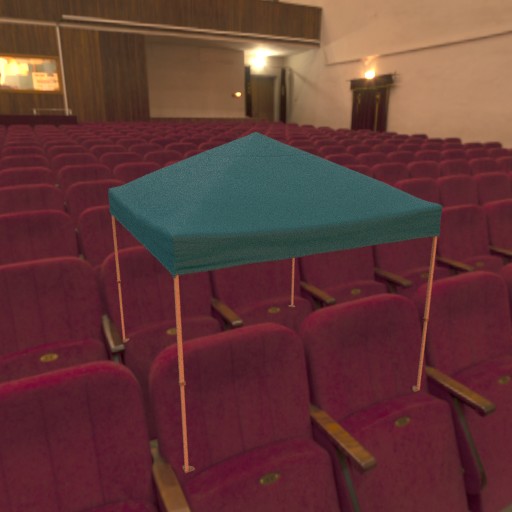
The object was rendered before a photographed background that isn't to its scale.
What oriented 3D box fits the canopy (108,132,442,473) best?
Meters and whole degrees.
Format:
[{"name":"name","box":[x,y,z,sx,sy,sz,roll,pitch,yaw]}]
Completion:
[{"name":"canopy","box":[0.000,0.000,5.568,2.998,2.997,2.996,-8,18,-26]}]
